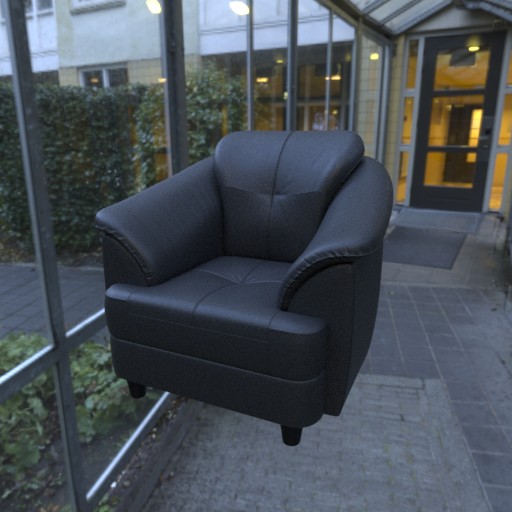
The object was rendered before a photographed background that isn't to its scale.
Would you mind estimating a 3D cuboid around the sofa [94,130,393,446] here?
[{"bbox_3d":[0.000,0.000,1.478,0.870,0.811,0.794,7,17,24],"label":"sofa"}]
